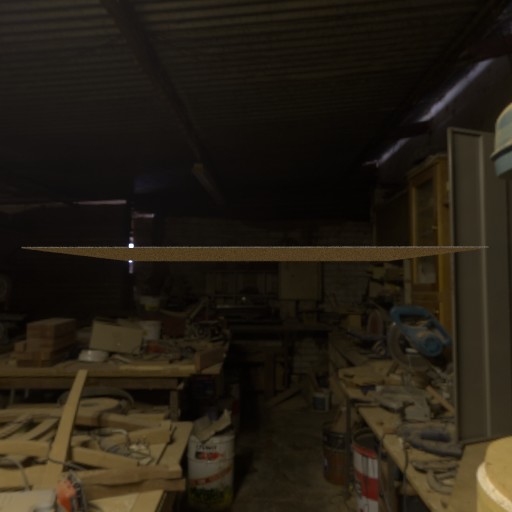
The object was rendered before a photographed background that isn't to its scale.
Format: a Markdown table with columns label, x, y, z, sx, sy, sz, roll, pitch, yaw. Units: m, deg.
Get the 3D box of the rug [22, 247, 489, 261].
| label | x | y | z | sx | sy | sz | roll | pitch | yaw |
| --- | --- | --- | --- | --- | --- | --- | --- | --- | --- |
| rug | 0.000 | 0.000 | 4.251 | 3.197 | 0.006 | 2.438 | 0 | -3 | 1 |
